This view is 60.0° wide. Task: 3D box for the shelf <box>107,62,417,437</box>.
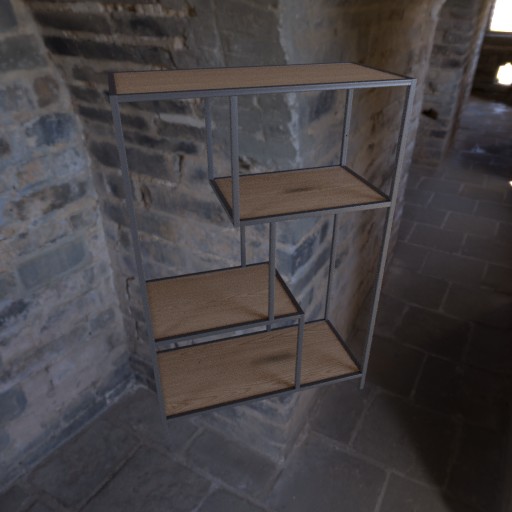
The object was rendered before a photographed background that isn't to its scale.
[{"bbox_3d":[0.000,0.000,1.491,0.770,1.138,0.350,-9,32,-14],"label":"shelf"}]
